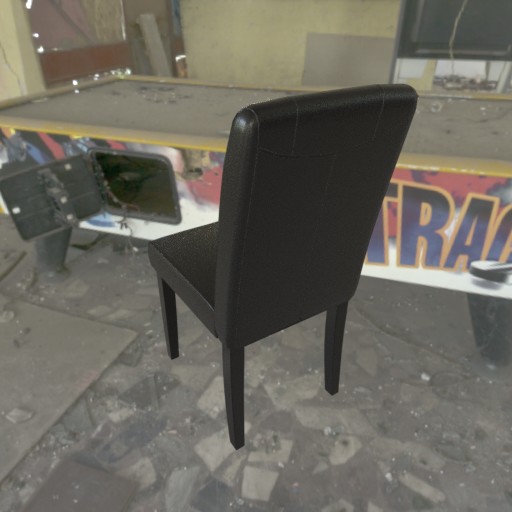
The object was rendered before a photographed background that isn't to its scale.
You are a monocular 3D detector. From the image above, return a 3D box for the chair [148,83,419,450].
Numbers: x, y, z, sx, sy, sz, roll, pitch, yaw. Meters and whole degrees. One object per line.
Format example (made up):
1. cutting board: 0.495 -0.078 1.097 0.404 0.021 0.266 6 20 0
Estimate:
1. chair: 0.000 0.000 1.161 0.399 0.897 0.556 -18 35 -29
